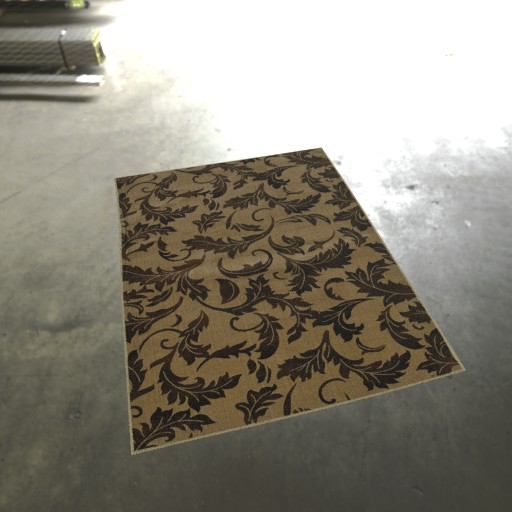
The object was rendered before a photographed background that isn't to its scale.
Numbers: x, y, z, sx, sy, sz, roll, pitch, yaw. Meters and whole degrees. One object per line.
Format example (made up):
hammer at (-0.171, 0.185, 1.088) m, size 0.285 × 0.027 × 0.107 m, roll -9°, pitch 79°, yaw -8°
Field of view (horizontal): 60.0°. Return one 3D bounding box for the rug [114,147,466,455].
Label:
rug at (0.000, 0.000, 3.963) m, size 2.380 × 0.008 × 2.977 m, roll -11°, pitch 48°, yaw -10°
